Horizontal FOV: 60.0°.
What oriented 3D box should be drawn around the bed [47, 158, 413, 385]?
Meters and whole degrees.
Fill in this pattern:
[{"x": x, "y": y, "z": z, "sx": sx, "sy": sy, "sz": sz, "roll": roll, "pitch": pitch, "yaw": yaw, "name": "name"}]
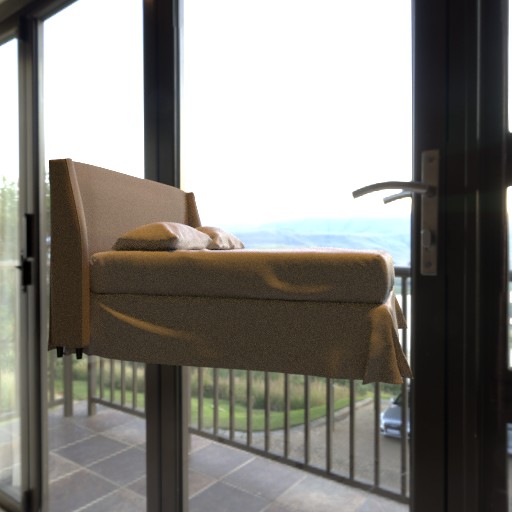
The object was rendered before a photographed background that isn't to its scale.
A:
[{"x": 0.000, "y": 0.000, "z": 3.457, "sx": 2.276, "sy": 1.332, "sz": 1.925, "roll": 0, "pitch": 1, "yaw": 18, "name": "bed"}]
